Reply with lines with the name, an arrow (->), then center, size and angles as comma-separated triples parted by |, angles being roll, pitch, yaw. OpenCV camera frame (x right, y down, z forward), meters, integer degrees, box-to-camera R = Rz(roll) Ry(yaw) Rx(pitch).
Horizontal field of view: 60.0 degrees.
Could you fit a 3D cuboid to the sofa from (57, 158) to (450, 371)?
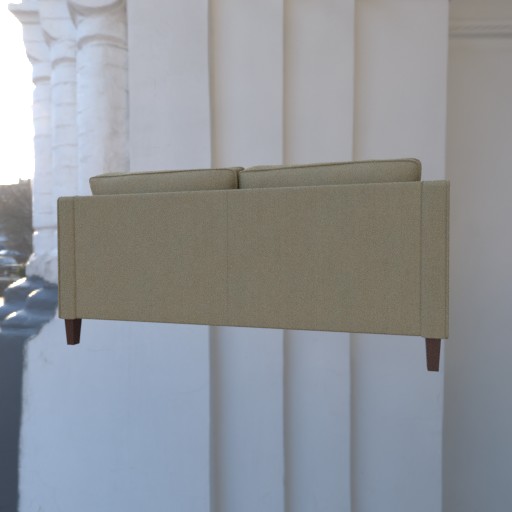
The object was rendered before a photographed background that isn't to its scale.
sofa -> 0.000, 0.000, 2.850 | 2.178, 1.071, 1.066 | 0, 1, 17
